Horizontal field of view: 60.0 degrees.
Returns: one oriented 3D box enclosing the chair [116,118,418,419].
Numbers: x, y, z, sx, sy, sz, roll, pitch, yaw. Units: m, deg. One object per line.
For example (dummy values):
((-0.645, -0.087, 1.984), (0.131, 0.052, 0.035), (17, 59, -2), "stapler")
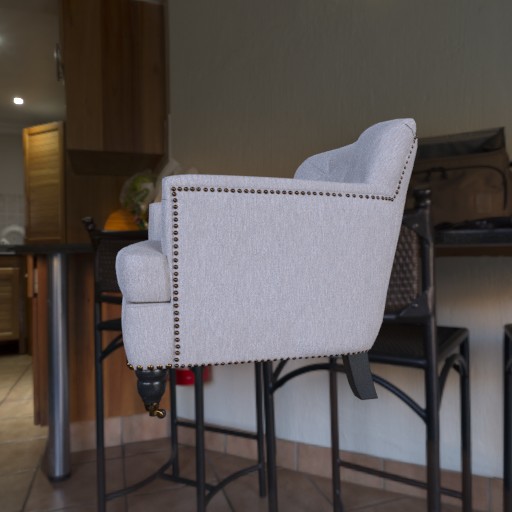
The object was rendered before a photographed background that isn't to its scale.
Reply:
((0.000, 0.000, 1.501), (0.902, 0.823, 0.737), (0, 1, -16), "chair")
